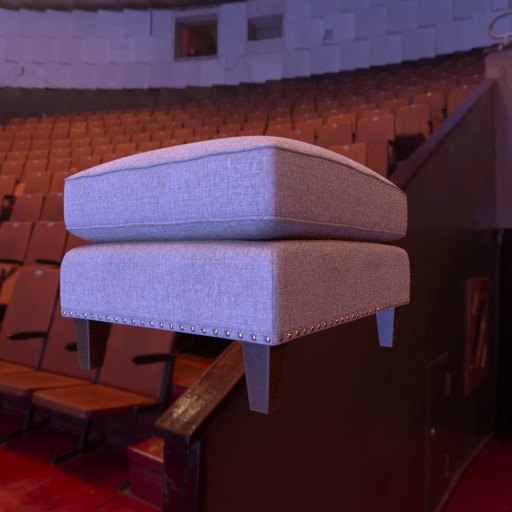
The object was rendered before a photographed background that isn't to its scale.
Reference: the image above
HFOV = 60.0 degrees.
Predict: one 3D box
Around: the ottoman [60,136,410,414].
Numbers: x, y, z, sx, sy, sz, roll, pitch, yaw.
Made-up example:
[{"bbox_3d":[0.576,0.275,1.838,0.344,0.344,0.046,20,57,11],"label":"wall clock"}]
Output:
[{"bbox_3d":[0.000,0.000,1.141,0.584,0.513,0.741,0,0,35],"label":"ottoman"}]
